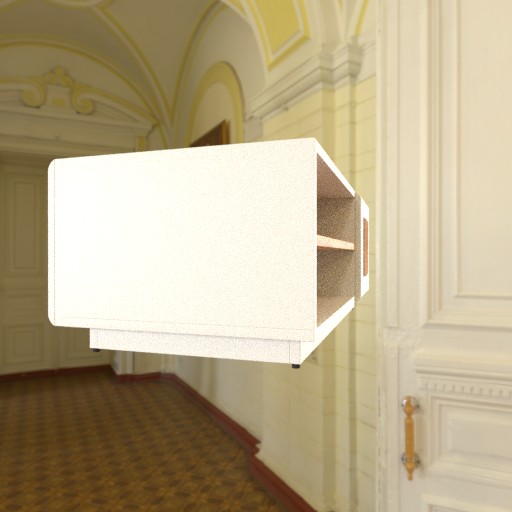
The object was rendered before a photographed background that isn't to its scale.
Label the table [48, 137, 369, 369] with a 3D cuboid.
[{"bbox_3d":[0.000,0.000,1.432,0.639,0.442,1.097,0,0,18],"label":"table"}]
